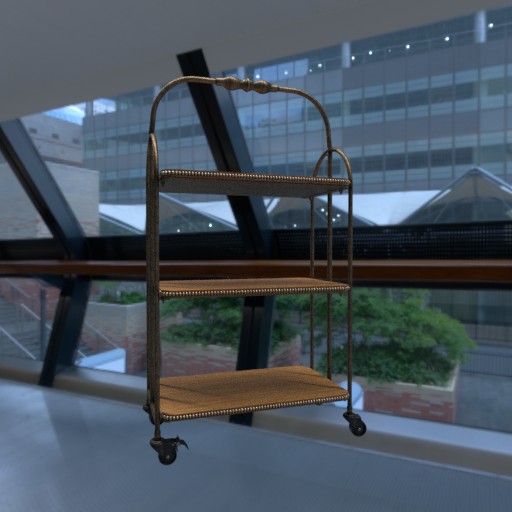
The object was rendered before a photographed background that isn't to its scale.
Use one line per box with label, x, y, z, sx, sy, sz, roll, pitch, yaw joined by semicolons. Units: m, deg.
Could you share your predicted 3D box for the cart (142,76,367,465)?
cart;0.000;0.000;1.333;0.650;1.052;0.330;0;1;-18
